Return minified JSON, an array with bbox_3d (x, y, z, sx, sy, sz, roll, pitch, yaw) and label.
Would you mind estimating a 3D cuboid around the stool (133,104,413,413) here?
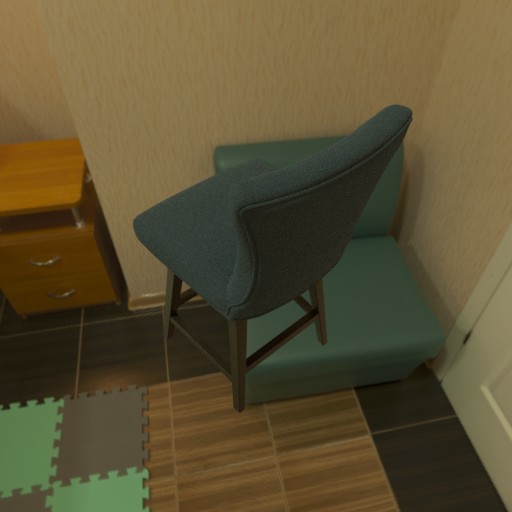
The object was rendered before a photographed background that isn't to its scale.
[{"bbox_3d":[0.000,0.000,1.353,0.514,1.000,0.574,-32,54,-27],"label":"stool"}]
